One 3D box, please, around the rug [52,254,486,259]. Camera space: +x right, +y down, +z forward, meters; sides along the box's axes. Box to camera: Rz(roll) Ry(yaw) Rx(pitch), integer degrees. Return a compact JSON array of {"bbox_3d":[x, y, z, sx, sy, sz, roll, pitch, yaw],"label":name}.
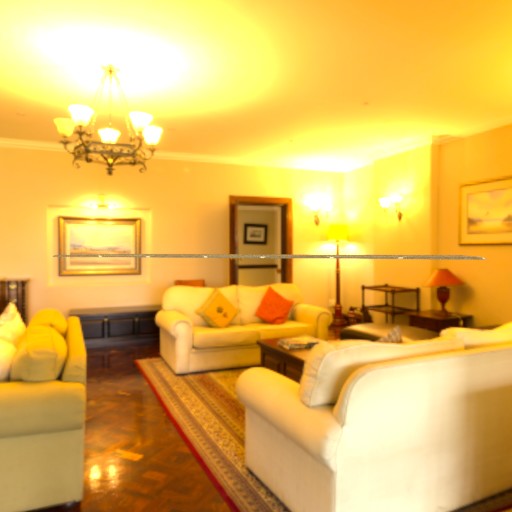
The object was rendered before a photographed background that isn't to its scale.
[{"bbox_3d":[0.000,0.000,2.771,2.464,0.012,0.773,0,1,18],"label":"rug"}]
